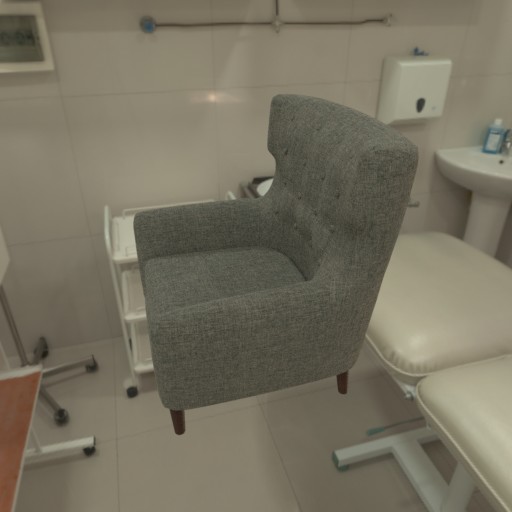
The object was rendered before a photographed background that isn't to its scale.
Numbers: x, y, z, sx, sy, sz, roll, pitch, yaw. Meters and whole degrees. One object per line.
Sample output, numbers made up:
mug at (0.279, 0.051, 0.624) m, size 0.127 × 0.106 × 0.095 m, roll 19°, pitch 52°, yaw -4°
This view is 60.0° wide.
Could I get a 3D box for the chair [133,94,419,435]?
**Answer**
chair at (0.000, 0.000, 1.752) m, size 0.904 × 1.063 × 0.878 m, roll -9°, pitch 31°, yaw -15°
